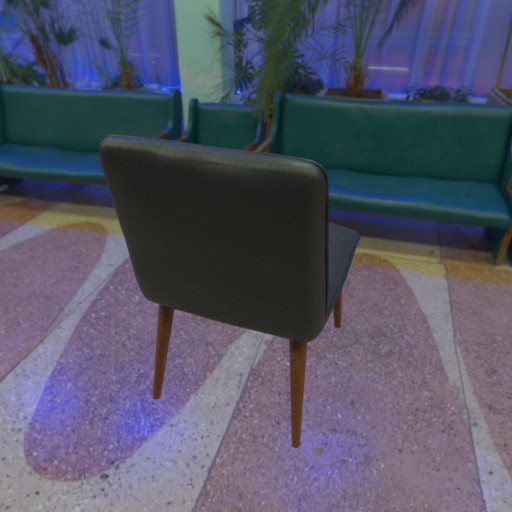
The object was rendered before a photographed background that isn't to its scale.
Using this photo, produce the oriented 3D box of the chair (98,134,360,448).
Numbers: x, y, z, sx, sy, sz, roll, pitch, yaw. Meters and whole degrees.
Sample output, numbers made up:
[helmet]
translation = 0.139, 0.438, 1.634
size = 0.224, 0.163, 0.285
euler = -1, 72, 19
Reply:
[chair]
translation = 0.000, 0.000, 1.264
size = 0.543, 0.801, 0.645
euler = 9, 33, 15
